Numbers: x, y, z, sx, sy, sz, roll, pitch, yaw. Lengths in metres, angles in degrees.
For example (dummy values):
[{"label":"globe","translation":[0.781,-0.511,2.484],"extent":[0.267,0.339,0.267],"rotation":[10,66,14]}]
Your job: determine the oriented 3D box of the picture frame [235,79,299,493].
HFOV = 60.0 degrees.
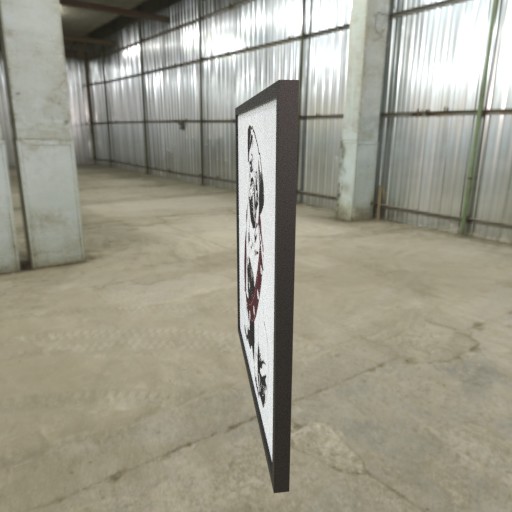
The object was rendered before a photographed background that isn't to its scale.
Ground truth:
[{"label":"picture frame","translation":[0.000,0.000,1.158],"extent":[0.032,0.775,0.775],"rotation":[-2,15,-7]}]
